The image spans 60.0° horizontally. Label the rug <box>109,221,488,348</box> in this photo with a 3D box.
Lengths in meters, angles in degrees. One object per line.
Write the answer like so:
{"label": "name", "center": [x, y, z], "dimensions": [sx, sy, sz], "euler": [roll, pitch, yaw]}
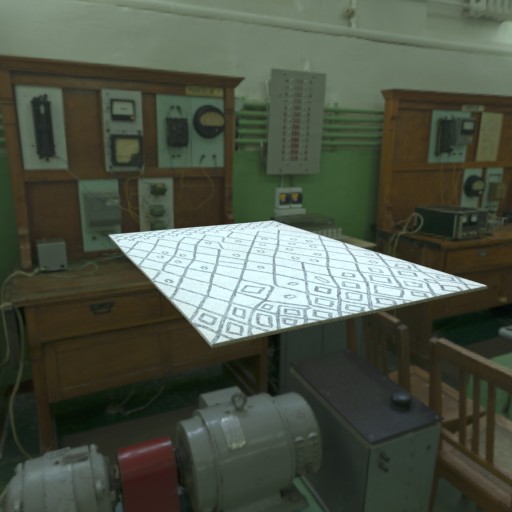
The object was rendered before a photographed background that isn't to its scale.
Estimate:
{"label": "rug", "center": [0.000, 0.000, 2.350], "dimensions": [1.222, 0.015, 1.828], "euler": [-7, 16, -26]}
